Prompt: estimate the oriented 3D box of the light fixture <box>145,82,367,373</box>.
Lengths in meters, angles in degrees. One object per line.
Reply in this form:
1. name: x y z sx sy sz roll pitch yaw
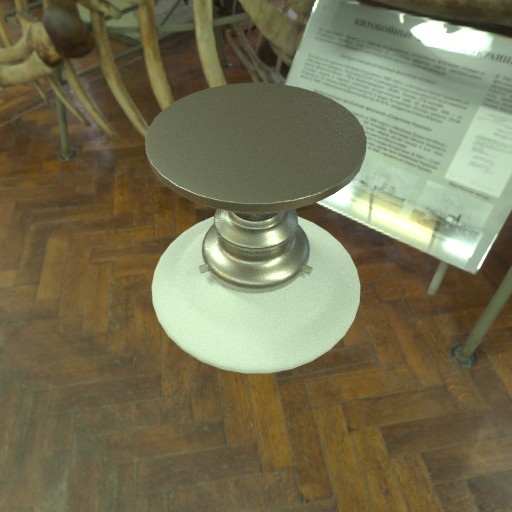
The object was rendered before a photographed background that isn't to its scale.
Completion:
1. light fixture: 0.000 0.000 0.403 0.199 0.254 0.199 0 47 0
